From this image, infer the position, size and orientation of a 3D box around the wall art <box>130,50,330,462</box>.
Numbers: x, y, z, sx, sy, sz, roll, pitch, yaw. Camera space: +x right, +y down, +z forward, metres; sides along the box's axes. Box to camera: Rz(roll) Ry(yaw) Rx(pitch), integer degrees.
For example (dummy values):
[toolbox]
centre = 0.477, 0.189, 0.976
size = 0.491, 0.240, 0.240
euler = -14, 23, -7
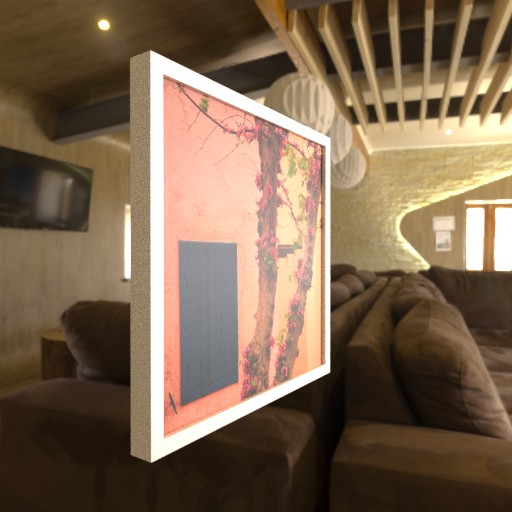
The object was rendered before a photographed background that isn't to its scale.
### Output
[wall art]
centre = 0.000, 0.000, 0.765
size = 0.038, 0.508, 0.507
euler = 0, 0, 35
